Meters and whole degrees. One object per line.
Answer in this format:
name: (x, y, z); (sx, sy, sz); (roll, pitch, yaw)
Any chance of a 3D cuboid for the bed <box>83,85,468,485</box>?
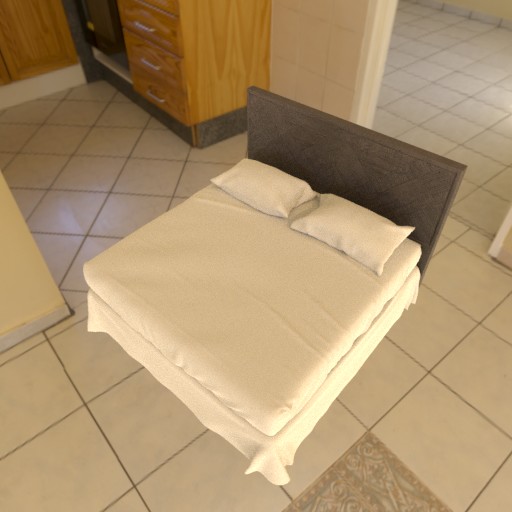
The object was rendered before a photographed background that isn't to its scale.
bed: (0.000, 0.000, 2.799); (1.772, 1.142, 1.785); (31, 53, 27)
